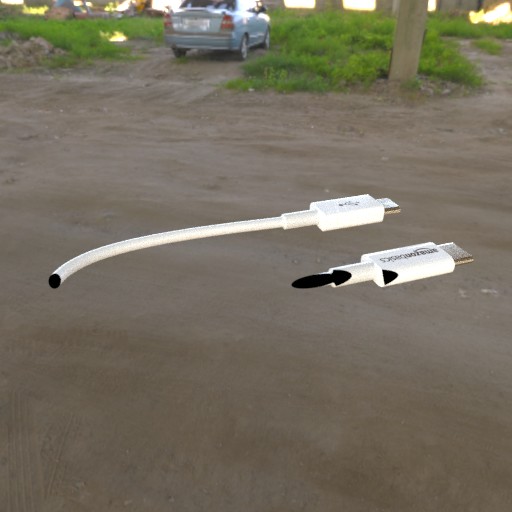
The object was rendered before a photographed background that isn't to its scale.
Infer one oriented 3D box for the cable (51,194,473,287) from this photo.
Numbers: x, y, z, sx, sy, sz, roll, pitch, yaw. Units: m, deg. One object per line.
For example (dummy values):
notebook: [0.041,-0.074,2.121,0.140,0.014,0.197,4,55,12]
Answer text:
cable: [0.000,0.000,0.109,0.098,0.006,0.040,-10,33,-16]
